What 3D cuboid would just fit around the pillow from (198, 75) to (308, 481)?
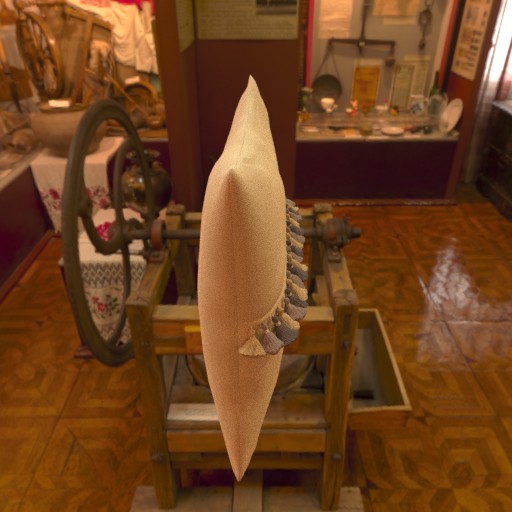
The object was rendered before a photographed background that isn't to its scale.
[{"bbox_3d":[0.000,0.000,0.728,0.165,0.481,0.489,1,32,2],"label":"pillow"}]
